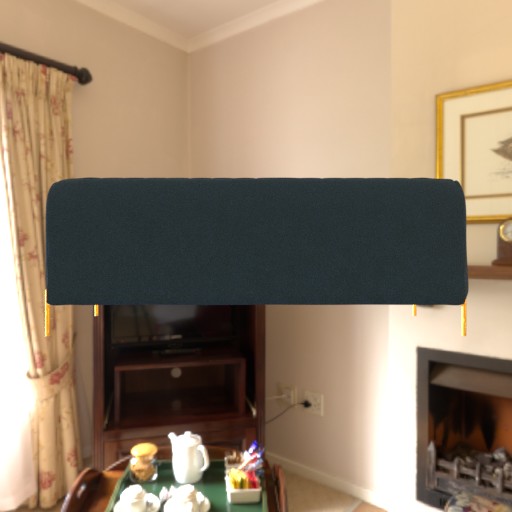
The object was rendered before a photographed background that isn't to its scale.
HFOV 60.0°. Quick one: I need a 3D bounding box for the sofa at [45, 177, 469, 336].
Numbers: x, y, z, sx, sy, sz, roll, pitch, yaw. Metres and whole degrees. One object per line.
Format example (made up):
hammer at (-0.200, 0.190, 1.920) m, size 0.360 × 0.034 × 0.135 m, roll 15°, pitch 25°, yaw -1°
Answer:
sofa at (0.000, 0.000, 2.596) m, size 2.136 × 0.793 × 0.896 m, roll 0°, pitch 1°, yaw 0°
